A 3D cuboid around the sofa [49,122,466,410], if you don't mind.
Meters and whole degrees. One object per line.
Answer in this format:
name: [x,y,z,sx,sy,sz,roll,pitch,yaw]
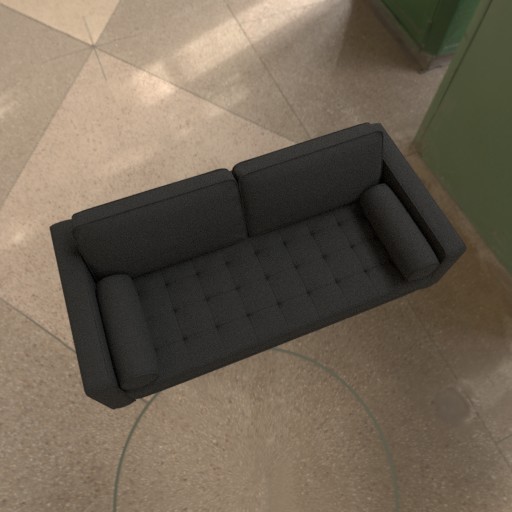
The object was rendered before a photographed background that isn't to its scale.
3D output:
sofa: [0.000,0.000,2.338,1.875,0.759,0.914,-19,64,-10]
